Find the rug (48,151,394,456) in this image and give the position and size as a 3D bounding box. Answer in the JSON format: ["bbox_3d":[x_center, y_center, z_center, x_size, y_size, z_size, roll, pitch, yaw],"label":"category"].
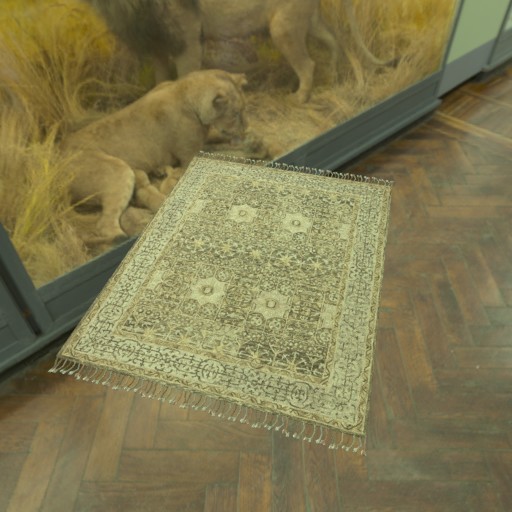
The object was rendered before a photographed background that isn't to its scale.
[{"bbox_3d":[0.000,0.000,4.297,2.431,0.017,3.291,11,46,11],"label":"rug"}]
